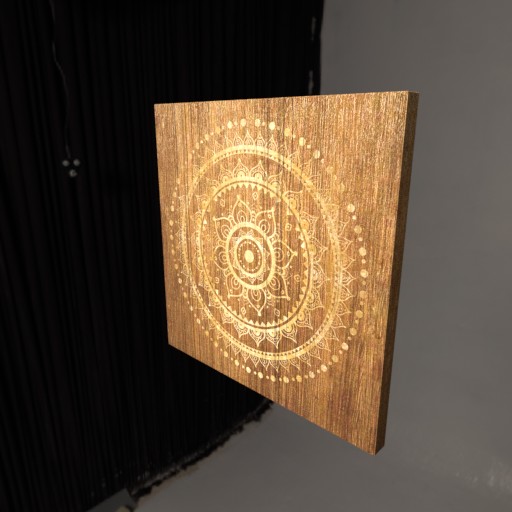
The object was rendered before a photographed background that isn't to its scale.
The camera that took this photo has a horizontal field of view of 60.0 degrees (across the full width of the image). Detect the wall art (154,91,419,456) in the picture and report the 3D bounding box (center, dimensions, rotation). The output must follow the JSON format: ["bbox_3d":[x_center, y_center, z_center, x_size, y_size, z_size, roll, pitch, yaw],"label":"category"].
[{"bbox_3d":[0.000,0.000,0.906,0.611,0.608,0.042,14,21,41],"label":"wall art"}]
